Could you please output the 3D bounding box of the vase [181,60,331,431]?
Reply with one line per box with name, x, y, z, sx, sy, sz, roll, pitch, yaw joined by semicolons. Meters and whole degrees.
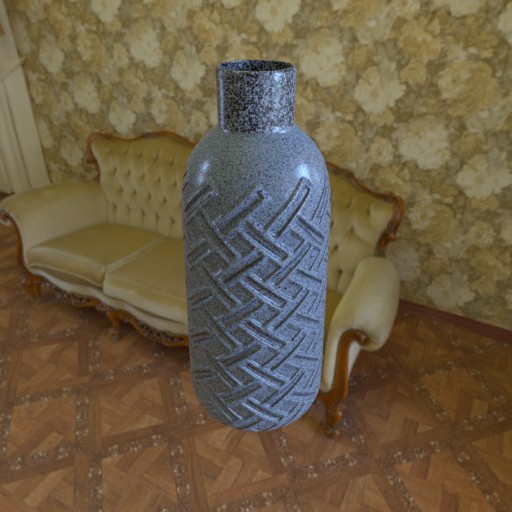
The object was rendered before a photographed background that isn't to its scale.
vase;0.000;0.000;0.354;0.122;0.282;0.122;0;31;0
